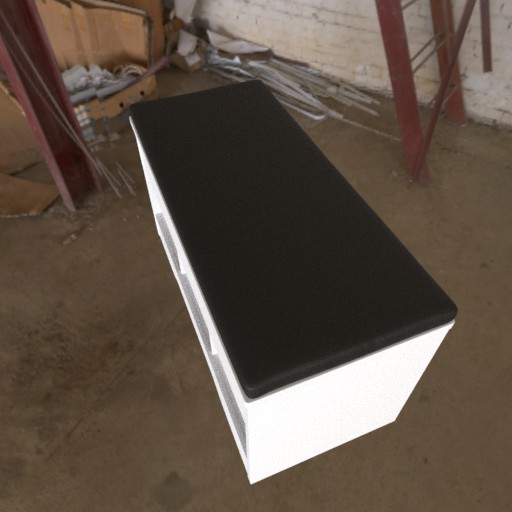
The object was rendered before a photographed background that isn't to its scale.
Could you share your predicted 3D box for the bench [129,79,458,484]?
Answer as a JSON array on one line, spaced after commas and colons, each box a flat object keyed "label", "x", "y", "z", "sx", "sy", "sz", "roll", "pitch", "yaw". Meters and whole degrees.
[{"label": "bench", "x": 0.000, "y": 0.000, "z": 1.164, "sx": 0.401, "sy": 0.500, "sz": 0.899, "roll": -17, "pitch": 50, "yaw": -15}]
